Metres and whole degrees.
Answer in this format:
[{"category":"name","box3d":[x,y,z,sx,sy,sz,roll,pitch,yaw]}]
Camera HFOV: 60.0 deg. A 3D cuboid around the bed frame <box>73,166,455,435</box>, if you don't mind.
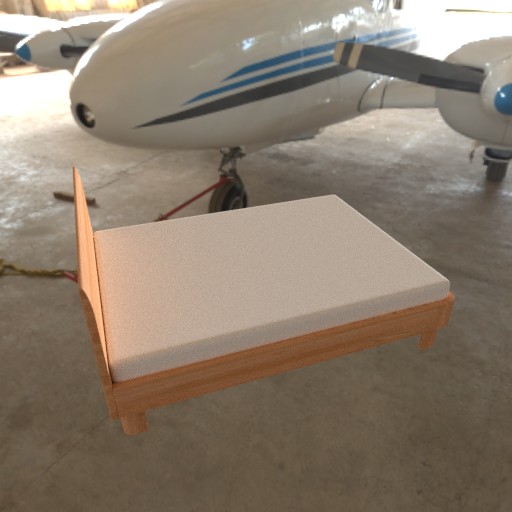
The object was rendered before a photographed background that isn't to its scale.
[{"category":"bed frame","box3d":[0.000,0.000,2.820,1.992,0.940,1.472,-11,33,-17]}]
